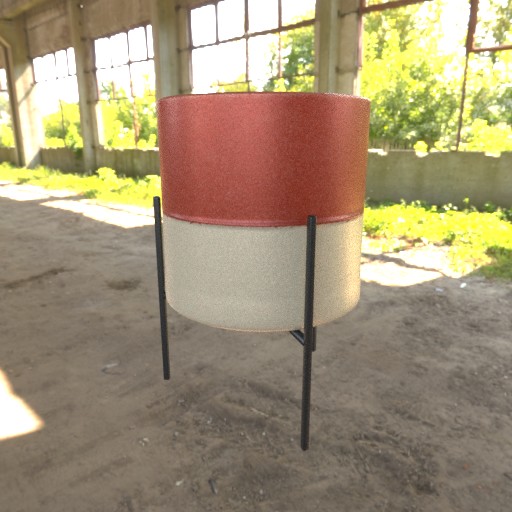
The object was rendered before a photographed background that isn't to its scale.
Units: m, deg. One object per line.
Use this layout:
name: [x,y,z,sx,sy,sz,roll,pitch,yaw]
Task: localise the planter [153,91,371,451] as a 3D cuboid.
planter: [0.000,0.000,0.538,0.251,0.354,0.235,2,15,9]
